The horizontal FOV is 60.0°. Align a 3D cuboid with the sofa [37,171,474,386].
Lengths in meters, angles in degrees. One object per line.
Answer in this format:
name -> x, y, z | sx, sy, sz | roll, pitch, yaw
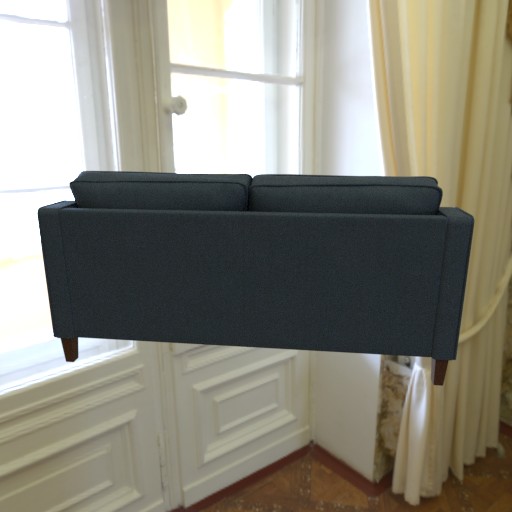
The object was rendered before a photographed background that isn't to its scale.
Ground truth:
sofa -> 0.000, 0.000, 2.774 | 2.178, 1.071, 1.066 | 2, 15, 7
